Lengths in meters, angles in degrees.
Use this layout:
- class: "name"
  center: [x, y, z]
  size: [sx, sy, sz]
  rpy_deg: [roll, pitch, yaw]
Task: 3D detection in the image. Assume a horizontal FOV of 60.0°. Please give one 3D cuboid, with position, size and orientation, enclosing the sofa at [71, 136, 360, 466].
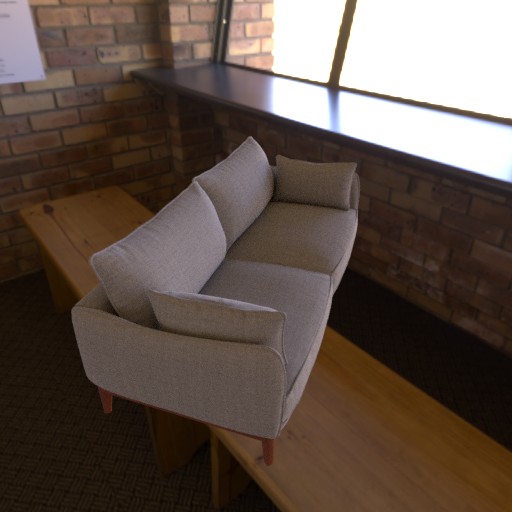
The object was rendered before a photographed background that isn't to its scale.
- class: "sofa"
  center: [0.000, 0.000, 2.544]
  size: [0.972, 0.851, 1.989]
  rpy_deg: [10, 33, 17]
